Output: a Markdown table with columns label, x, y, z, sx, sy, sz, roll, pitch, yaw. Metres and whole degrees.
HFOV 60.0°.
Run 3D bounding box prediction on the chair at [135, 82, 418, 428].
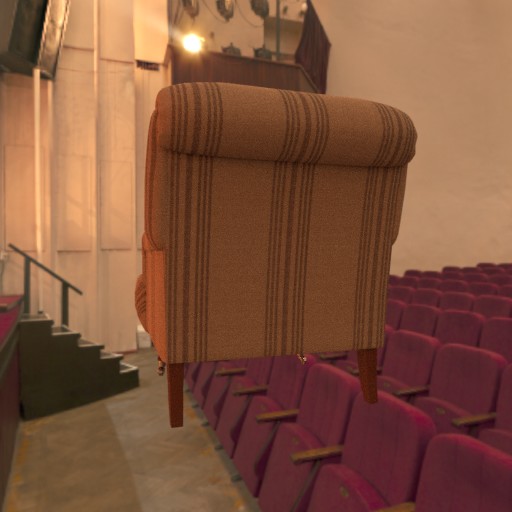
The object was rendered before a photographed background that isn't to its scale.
| label | x | y | z | sx | sy | sz | roll | pitch | yaw |
| --- | --- | --- | --- | --- | --- | --- | --- | --- | --- |
| chair | 0.000 | 0.000 | 1.587 | 0.813 | 0.940 | 0.914 | 0 | 1 | -18 |
